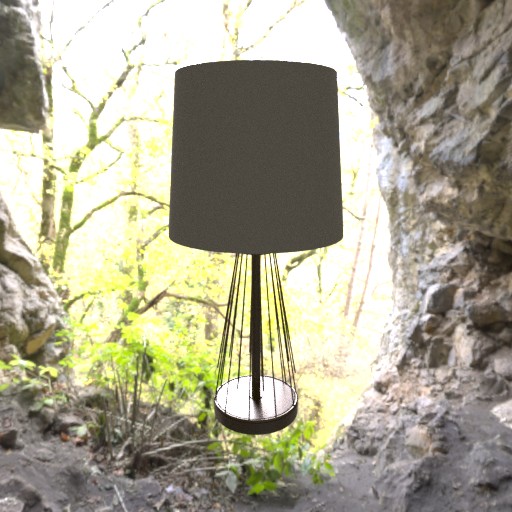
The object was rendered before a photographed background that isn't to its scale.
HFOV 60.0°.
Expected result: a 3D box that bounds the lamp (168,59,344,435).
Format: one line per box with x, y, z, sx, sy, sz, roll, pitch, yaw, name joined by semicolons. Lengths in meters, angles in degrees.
0.000;0.000;0.791;0.303;0.618;0.303;0;14;0;lamp
